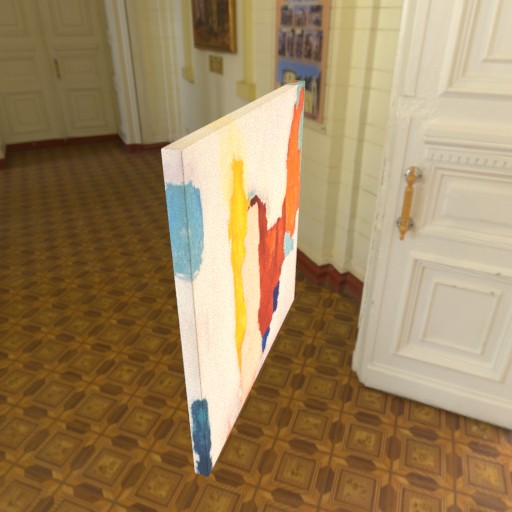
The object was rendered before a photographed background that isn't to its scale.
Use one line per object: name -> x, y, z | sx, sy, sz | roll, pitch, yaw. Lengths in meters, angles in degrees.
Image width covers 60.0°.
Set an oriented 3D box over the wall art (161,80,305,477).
wall art -> 0.000, 0.000, 1.234 | 0.037, 0.814, 0.814 | 10, 31, 17
